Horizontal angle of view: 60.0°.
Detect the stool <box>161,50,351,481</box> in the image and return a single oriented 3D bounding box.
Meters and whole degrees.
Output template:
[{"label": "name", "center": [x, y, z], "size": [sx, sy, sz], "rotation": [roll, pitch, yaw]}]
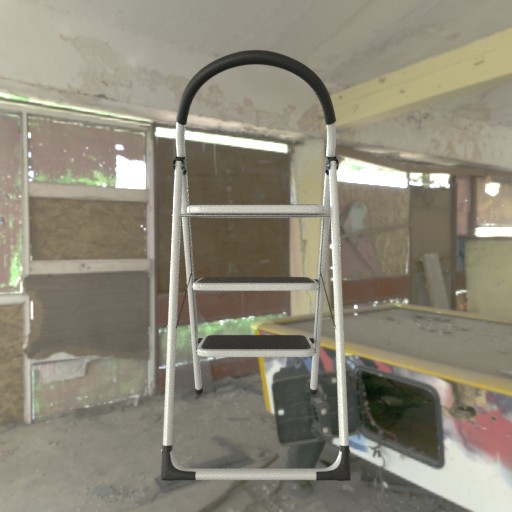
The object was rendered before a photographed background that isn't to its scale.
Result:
[{"label": "stool", "center": [0.000, 0.000, 1.421], "size": [0.485, 1.109, 0.676], "rotation": [0, 2, 0]}]
